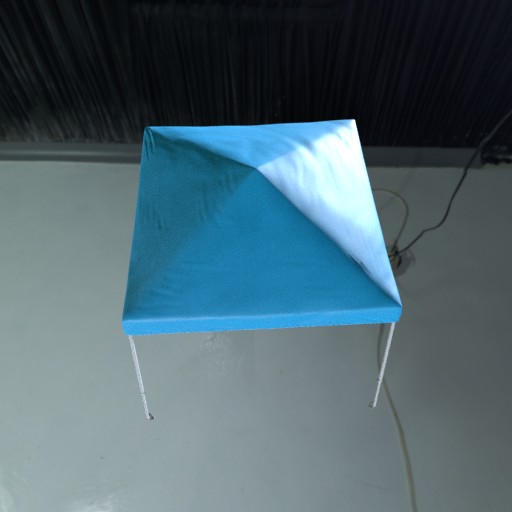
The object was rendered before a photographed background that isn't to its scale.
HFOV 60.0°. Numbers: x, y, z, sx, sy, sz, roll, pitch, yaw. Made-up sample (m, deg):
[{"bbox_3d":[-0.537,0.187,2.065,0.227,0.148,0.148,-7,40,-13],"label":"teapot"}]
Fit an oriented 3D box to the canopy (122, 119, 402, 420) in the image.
[{"bbox_3d":[0.000,0.000,5.081,2.848,2.849,2.849,-3,58,-2],"label":"canopy"}]
